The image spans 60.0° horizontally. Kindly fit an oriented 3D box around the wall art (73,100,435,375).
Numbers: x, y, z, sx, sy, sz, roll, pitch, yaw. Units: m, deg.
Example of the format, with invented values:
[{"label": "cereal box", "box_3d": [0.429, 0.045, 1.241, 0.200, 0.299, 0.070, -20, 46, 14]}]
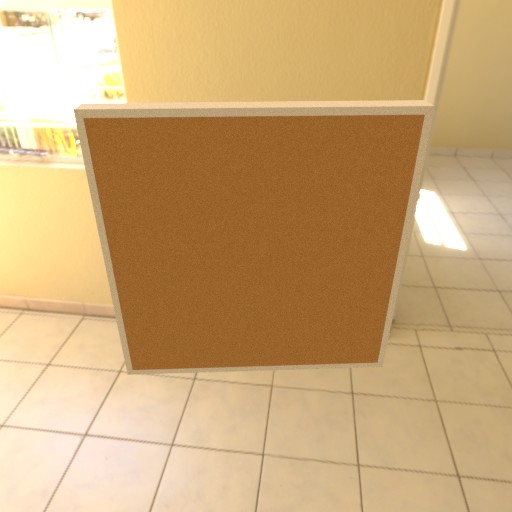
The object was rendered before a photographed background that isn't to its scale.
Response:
[{"label": "wall art", "box_3d": [0.000, 0.000, 0.461, 0.304, 0.304, 0.024, -1, 31, -2]}]
